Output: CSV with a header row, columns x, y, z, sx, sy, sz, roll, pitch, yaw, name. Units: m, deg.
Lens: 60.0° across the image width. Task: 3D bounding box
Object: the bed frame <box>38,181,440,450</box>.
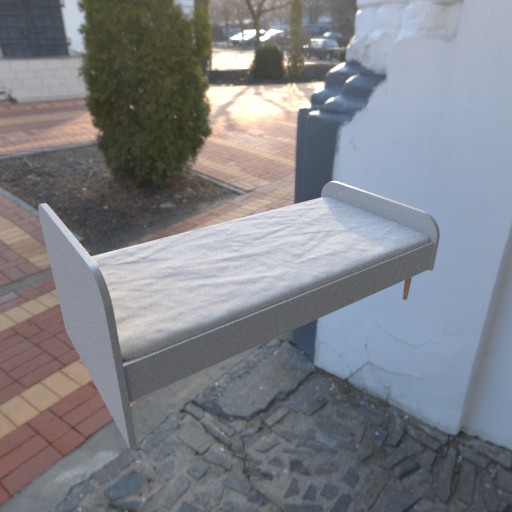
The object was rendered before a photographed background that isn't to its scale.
x,y,z,sx,sy,sz,roll,pitch,yaw,name
0.000,0.000,2.504,1.963,0.805,0.998,-18,32,-31,bed frame
